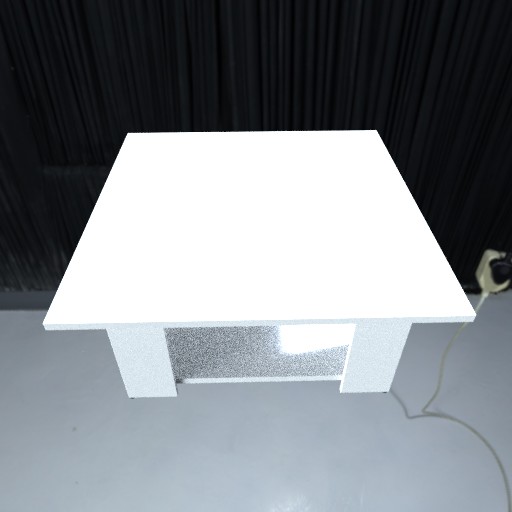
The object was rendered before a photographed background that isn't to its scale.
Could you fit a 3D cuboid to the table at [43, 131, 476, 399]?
[{"bbox_3d":[0.000,0.000,1.040,0.670,0.305,0.670,-1,40,-1],"label":"table"}]
